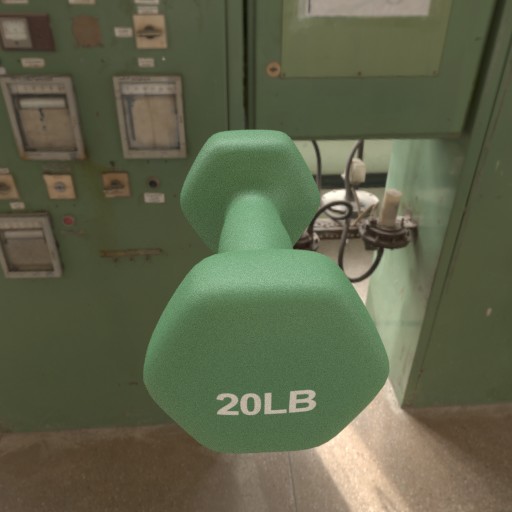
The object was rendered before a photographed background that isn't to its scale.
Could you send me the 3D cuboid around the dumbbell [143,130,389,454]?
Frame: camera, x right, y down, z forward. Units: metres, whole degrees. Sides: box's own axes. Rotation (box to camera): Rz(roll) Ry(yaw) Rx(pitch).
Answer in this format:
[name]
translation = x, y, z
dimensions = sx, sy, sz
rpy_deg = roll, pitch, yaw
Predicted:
[dumbbell]
translation = 0.000, 0.000, 0.313
dimensions = 0.126, 0.114, 0.257
rpy_deg = -1, 32, -2
